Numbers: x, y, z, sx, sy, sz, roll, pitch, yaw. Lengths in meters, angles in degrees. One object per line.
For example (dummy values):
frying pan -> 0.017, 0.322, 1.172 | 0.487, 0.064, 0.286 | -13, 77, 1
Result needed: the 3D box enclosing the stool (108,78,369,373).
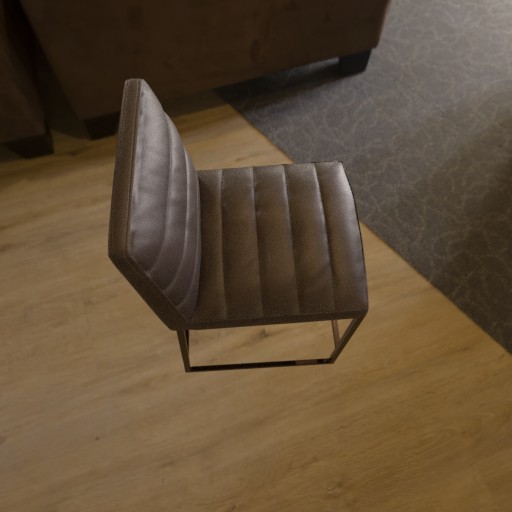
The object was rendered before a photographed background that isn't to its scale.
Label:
stool -> 0.000, 0.000, 1.282 | 0.562, 0.946, 0.463 | -3, 63, -2
